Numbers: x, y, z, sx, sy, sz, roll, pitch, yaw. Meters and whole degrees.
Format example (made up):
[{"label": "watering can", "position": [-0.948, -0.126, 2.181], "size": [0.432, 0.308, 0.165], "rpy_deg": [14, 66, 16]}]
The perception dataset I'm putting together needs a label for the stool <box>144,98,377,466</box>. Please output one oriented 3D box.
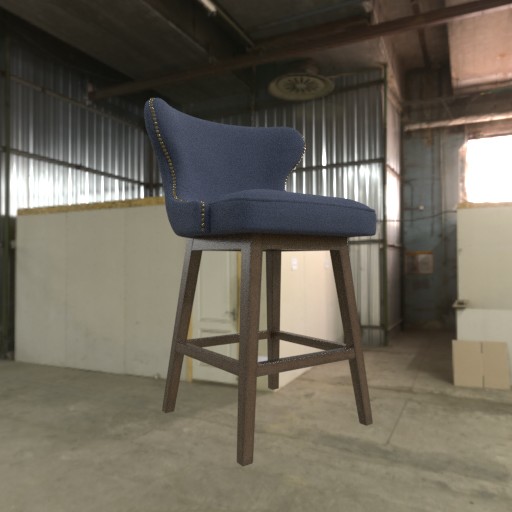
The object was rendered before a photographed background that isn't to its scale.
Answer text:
[{"label": "stool", "position": [0.000, 0.000, 1.366], "size": [0.615, 0.972, 0.597], "rpy_deg": [0, 0, -36]}]
